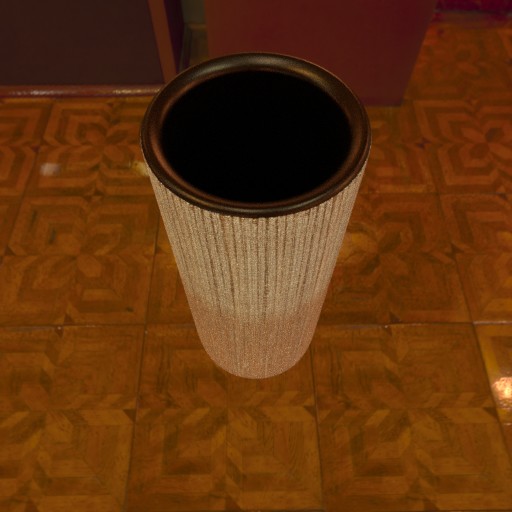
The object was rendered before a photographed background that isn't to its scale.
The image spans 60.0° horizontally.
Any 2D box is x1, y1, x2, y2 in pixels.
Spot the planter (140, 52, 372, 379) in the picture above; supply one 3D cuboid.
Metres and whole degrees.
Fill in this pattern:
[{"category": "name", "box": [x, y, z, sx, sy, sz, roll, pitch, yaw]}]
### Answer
[{"category": "planter", "box": [0.000, 0.000, 0.288, 0.100, 0.227, 0.100, 1, 59, 1]}]
